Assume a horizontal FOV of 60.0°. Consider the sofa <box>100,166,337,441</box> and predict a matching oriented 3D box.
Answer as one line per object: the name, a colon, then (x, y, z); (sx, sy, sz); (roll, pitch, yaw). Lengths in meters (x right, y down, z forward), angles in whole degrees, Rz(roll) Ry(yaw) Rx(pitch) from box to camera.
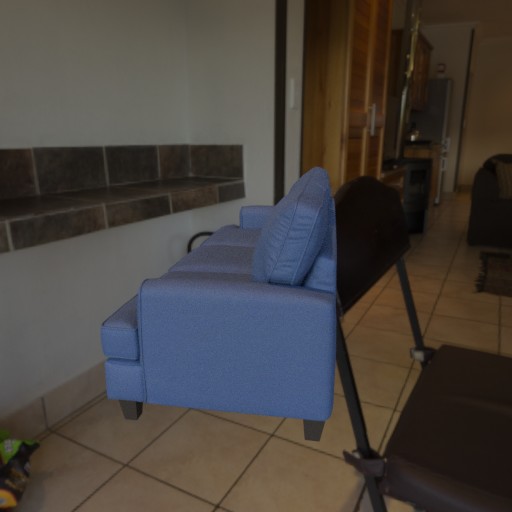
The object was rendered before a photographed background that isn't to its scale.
sofa: (0.000, 0.000, 2.692); (0.951, 0.965, 2.158); (2, 15, 9)
